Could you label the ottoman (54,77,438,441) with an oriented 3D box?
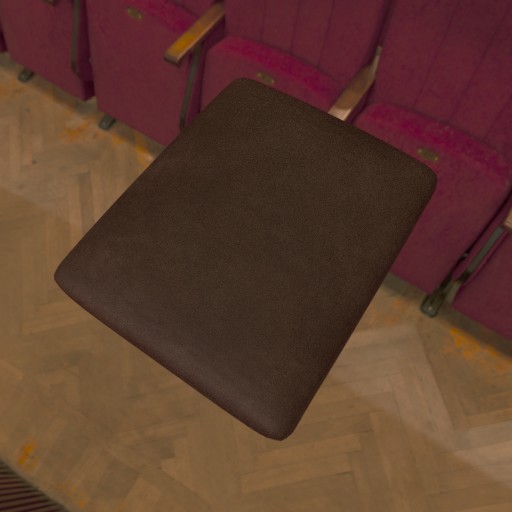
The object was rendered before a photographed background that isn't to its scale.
[{"bbox_3d":[0.000,0.000,1.275,0.670,0.569,0.806,31,68,14],"label":"ottoman"}]
